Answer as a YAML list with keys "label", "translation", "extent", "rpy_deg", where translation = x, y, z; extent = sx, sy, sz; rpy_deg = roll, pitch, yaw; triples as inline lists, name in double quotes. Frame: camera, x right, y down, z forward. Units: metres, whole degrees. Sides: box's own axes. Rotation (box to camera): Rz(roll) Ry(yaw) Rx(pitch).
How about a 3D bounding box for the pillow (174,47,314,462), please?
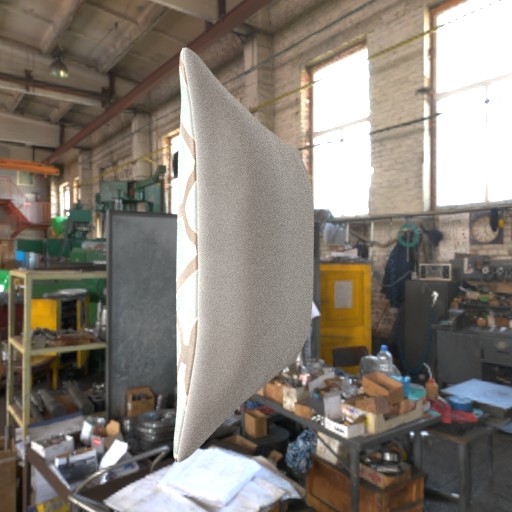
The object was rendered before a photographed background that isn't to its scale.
- label: "pillow"
  translation: [0.000, 0.000, 0.797]
  extent: [0.166, 0.508, 0.552]
  rpy_deg: [0, 0, 20]
